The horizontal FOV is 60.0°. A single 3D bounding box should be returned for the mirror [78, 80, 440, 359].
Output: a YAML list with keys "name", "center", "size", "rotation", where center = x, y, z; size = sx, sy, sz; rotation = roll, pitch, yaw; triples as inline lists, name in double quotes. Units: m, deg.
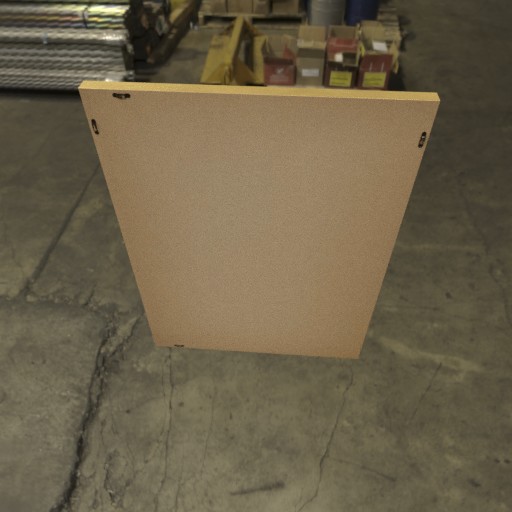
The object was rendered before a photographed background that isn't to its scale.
- name: "mirror"
  center: [0.000, 0.000, 1.308]
  size: [0.762, 1.016, 0.040]
  rotation: [3, 46, 3]
